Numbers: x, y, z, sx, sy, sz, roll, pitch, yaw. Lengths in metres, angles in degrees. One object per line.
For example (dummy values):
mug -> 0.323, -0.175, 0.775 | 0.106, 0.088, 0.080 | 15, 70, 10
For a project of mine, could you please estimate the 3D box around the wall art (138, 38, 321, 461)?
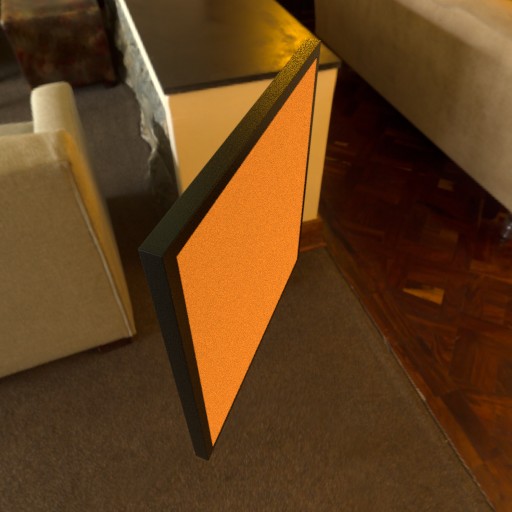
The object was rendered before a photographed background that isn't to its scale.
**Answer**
wall art -> 0.000, 0.000, 1.094 | 0.038, 0.761, 0.755 | 16, 49, 14
